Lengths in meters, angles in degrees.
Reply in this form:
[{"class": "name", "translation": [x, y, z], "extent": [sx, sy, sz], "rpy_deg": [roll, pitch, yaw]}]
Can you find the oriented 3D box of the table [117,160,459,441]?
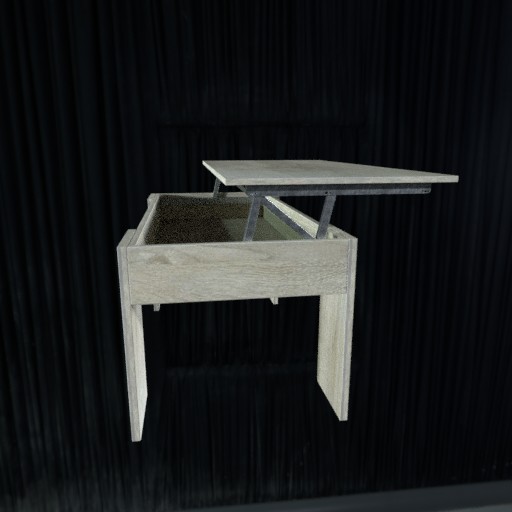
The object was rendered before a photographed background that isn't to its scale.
[{"class": "table", "translation": [0.000, 0.000, 1.433], "extent": [0.711, 0.570, 1.000], "rpy_deg": [-2, 14, -9]}]
